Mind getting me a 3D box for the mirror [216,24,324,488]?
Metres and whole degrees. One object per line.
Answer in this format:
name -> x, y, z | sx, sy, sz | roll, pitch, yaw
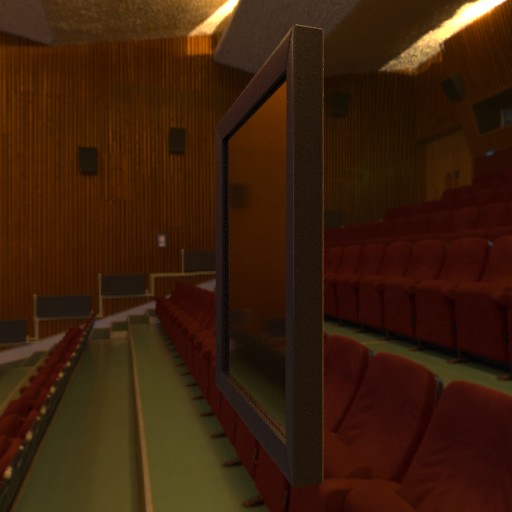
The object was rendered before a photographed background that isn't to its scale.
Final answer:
mirror -> 0.000, 0.000, 0.684 | 0.041, 0.508, 0.405 | 0, 0, -17
